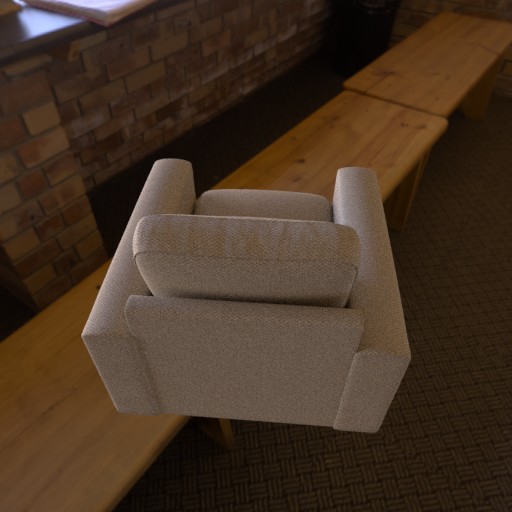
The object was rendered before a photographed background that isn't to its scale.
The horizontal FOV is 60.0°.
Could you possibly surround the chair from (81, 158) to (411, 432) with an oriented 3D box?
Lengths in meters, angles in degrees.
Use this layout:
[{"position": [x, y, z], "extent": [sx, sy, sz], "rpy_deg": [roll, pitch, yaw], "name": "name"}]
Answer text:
[{"position": [0.000, 0.000, 1.763], "extent": [1.005, 0.873, 1.016], "rpy_deg": [3, 45, 3], "name": "chair"}]
